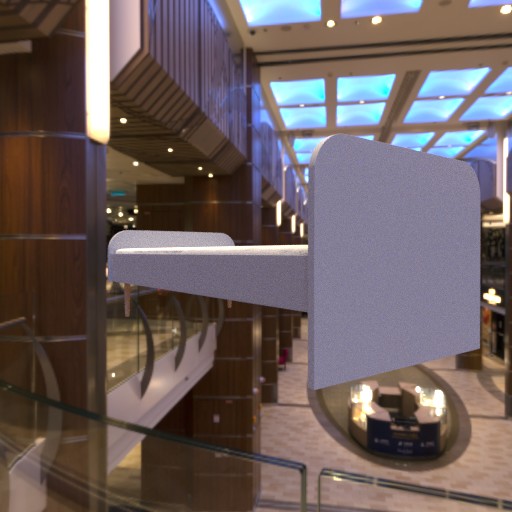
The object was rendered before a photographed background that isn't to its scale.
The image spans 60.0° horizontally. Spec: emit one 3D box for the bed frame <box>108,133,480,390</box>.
[{"bbox_3d":[0.000,0.000,2.438,0.998,0.805,1.963,0,1,-36],"label":"bed frame"}]
